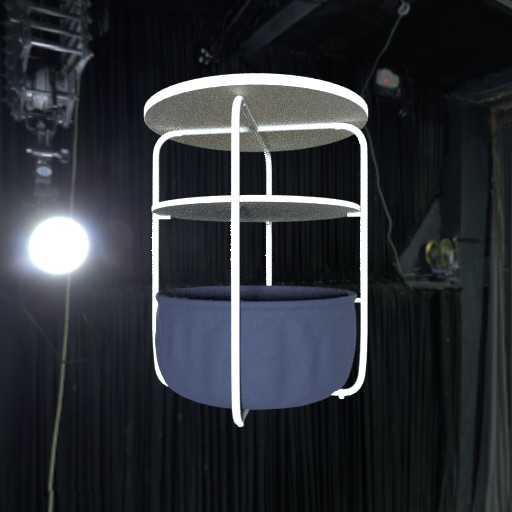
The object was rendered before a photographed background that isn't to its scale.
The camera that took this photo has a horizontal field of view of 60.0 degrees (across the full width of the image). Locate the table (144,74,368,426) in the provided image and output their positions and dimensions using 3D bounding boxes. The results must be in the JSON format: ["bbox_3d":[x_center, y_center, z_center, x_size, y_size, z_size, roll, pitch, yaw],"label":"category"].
[{"bbox_3d":[0.000,0.000,0.856,0.418,0.532,0.418,0,0,-36],"label":"table"}]
